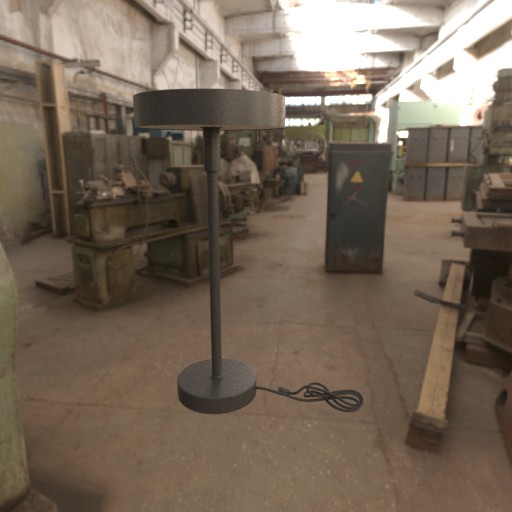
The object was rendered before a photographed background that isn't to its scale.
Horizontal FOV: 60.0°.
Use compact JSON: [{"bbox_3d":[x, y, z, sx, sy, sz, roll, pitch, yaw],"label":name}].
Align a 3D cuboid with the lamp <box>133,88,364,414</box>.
[{"bbox_3d":[0.000,0.000,0.723,0.369,0.508,0.229,2,14,10],"label":"lamp"}]
